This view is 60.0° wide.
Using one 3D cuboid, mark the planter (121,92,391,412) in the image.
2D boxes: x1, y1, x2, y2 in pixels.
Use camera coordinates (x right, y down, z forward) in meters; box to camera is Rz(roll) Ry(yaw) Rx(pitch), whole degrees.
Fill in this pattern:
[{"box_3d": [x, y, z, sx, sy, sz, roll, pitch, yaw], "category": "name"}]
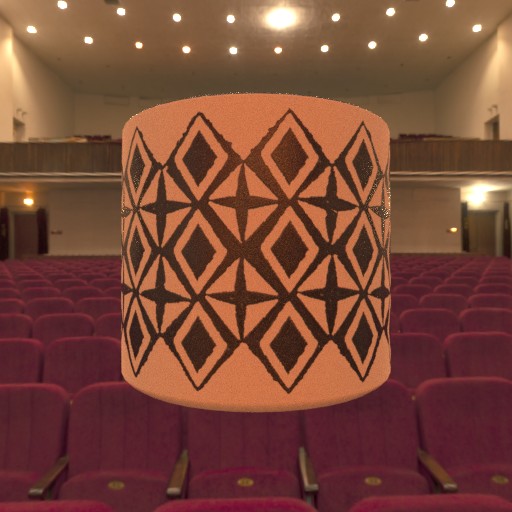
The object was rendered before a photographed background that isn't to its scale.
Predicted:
[{"box_3d": [0.000, 0.000, 0.273, 0.159, 0.144, 0.159, 0, -1, 0], "category": "planter"}]
